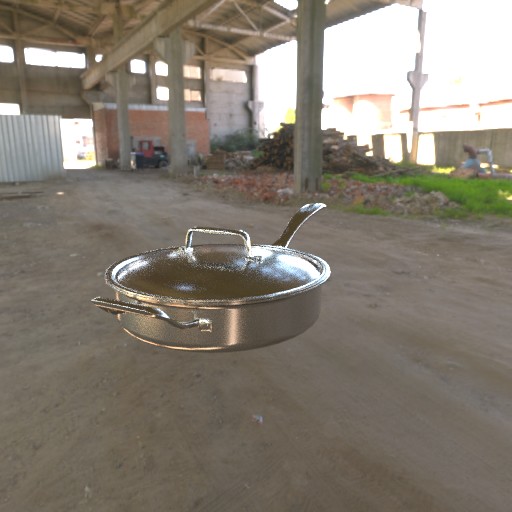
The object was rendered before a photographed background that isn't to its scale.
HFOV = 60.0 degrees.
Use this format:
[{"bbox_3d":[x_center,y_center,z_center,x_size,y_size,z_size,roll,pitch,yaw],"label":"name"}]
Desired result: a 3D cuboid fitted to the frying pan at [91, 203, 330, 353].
[{"bbox_3d":[0.000,0.000,0.657,0.280,0.114,0.561,7,15,27],"label":"frying pan"}]
